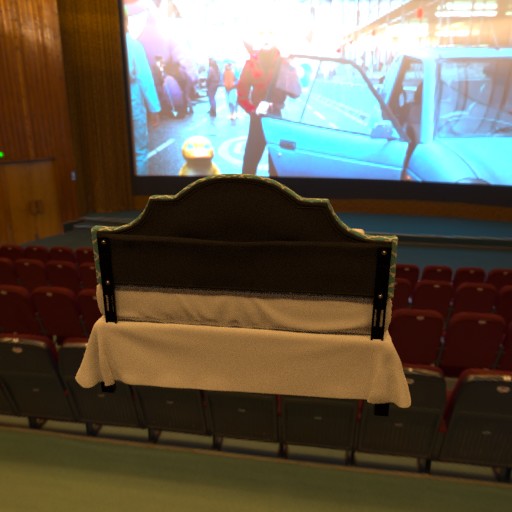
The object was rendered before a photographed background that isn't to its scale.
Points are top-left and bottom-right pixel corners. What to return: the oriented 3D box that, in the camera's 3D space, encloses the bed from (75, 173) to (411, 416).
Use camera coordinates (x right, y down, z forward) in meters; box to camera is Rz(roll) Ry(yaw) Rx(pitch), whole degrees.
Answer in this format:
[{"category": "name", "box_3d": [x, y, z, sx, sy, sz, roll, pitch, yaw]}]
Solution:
[{"category": "bed", "box_3d": [0.000, 0.000, 3.824, 2.314, 1.601, 2.222, 2, 17, 8]}]
